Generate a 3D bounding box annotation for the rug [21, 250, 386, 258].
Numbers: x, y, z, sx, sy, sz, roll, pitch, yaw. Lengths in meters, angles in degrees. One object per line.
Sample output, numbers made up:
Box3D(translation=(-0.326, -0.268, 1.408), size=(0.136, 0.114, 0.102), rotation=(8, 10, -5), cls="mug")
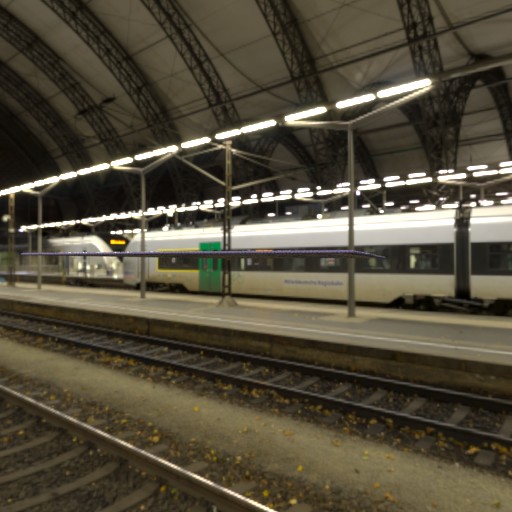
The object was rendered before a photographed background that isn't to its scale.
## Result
Box3D(translation=(0.000, 0.000, 2.241), size=(1.184, 0.012, 1.781), rotation=(0, -1, 19), cls="rug")
